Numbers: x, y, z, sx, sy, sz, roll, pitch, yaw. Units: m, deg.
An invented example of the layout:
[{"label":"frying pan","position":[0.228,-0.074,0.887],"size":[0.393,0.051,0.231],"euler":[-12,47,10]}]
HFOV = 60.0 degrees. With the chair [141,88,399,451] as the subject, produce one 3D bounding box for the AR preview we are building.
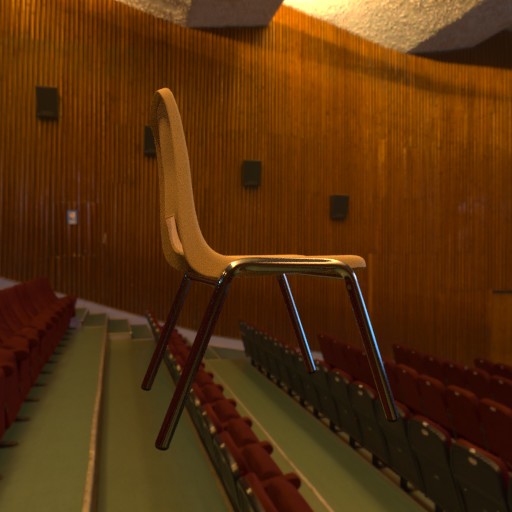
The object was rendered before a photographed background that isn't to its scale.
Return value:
[{"label":"chair","position":[0.000,0.000,0.879],"size":[0.423,0.586,0.354],"euler":[0,0,-18]}]
